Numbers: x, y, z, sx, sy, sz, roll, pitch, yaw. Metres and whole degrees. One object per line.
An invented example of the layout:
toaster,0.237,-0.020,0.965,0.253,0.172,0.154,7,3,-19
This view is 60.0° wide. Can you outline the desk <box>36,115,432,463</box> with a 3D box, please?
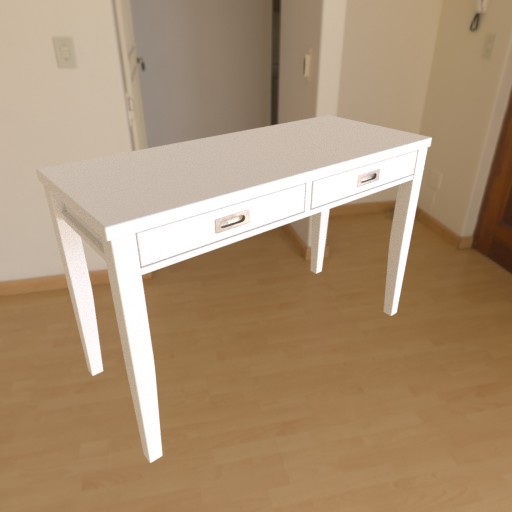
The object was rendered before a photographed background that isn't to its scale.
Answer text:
desk,0.000,0.000,1.622,1.220,0.775,0.508,-21,35,-33
